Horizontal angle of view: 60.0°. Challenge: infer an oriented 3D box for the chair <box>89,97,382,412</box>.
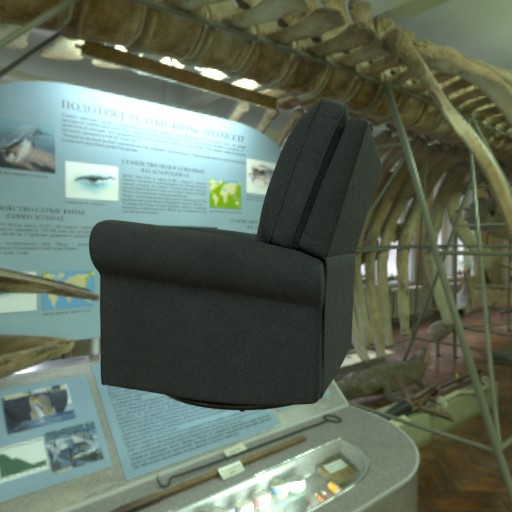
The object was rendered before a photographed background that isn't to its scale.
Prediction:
[{"bbox_3d":[0.000,0.000,1.681,0.878,0.961,0.890,0,2,19],"label":"chair"}]
